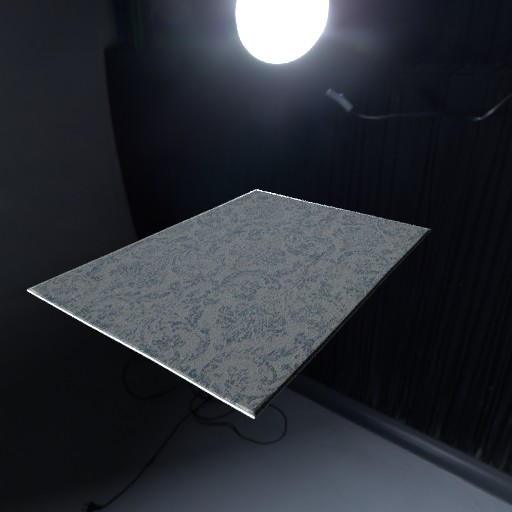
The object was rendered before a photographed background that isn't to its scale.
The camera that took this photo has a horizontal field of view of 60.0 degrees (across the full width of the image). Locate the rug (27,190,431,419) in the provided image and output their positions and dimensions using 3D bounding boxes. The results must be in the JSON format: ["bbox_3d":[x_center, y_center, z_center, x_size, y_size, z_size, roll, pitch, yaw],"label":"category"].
[{"bbox_3d":[0.000,0.000,2.868,1.586,0.014,2.197,18,32,32],"label":"rug"}]
